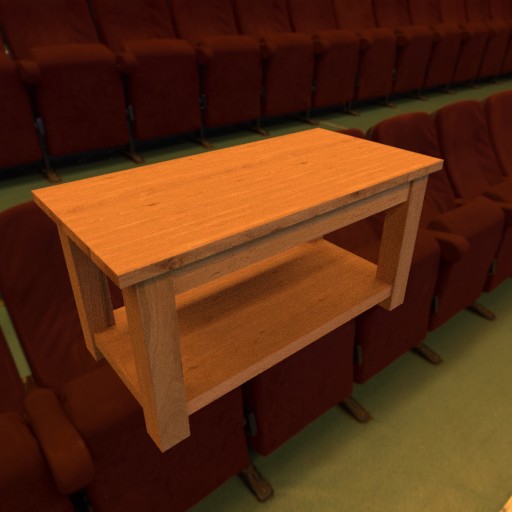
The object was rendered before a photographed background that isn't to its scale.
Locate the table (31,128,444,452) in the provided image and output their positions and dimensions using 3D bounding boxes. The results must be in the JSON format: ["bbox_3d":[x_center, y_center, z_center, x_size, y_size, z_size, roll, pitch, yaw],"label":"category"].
[{"bbox_3d":[0.000,0.000,1.173,0.899,0.452,0.450,-22,36,-33],"label":"table"}]
